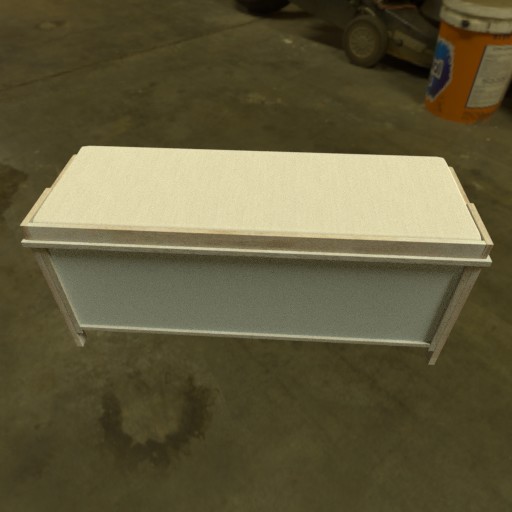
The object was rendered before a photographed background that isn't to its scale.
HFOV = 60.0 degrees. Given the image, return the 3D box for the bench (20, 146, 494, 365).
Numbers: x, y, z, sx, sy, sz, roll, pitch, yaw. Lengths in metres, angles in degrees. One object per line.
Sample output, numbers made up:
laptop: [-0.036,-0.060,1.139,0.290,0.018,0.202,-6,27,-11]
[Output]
bench: [0.000,0.000,1.354,1.140,0.501,0.398,2,44,3]
